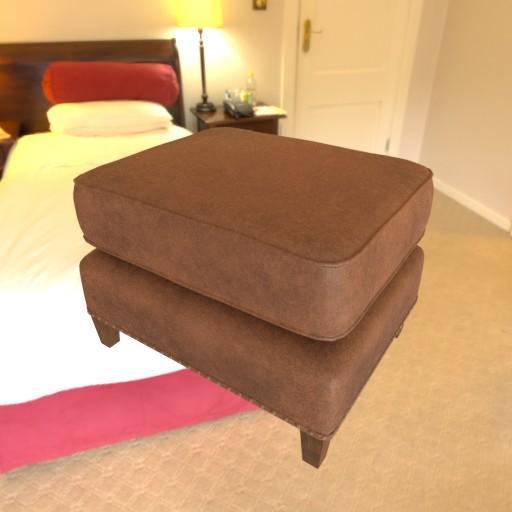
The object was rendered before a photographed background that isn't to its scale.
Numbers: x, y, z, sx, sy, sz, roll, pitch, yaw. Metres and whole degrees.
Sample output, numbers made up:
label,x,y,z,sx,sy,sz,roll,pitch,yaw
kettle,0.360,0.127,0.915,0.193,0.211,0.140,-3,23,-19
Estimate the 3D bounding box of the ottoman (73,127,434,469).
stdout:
label,x,y,z,sx,sy,sz,roll,pitch,yaw
ottoman,0.000,0.000,1.153,0.738,0.537,0.589,19,36,29
